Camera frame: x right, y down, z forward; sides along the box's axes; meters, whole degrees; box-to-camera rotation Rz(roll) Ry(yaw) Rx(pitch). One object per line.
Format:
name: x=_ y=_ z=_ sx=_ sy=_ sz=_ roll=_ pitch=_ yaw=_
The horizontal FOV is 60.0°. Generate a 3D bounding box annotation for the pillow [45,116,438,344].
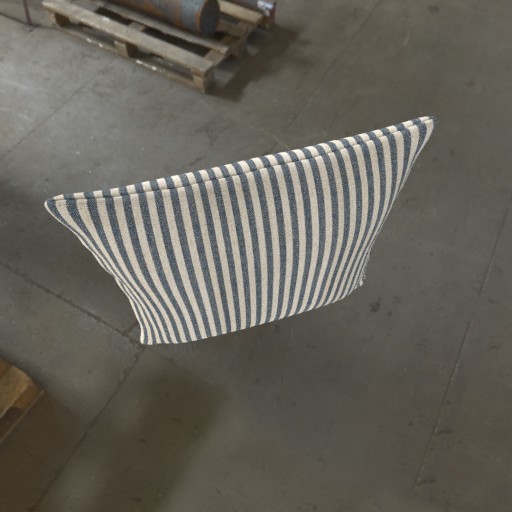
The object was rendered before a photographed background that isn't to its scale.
pillow: x=0.000 y=0.000 z=0.779 sx=0.523 sy=0.510 sz=0.166 roll=-14 pitch=60 yaw=-8
